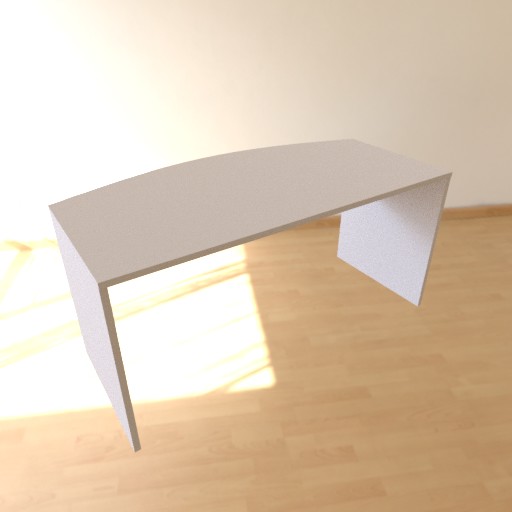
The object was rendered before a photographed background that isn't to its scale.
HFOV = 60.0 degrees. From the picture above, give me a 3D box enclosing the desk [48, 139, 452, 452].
[{"bbox_3d":[0.000,0.000,2.096,1.600,0.750,0.802,-19,36,-29],"label":"desk"}]
